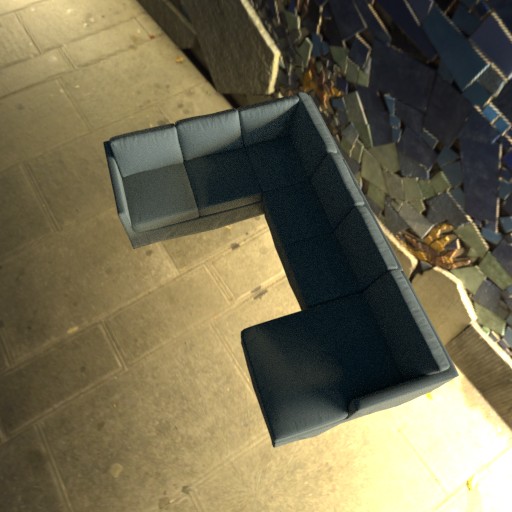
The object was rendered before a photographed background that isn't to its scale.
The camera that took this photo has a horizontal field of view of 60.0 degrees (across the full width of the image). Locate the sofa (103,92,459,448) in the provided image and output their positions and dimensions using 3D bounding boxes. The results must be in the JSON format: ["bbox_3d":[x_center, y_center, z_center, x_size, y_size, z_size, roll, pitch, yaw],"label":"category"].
[{"bbox_3d":[0.000,0.000,4.443,2.427,0.882,3.460,-16,63,-8],"label":"sofa"}]
